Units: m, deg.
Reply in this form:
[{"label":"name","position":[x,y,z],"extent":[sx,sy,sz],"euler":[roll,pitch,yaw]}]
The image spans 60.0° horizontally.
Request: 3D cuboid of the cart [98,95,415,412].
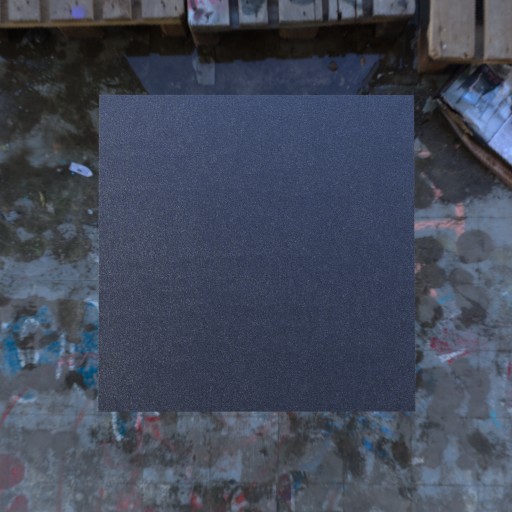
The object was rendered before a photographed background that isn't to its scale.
[{"label":"cart","position":[0.000,0.000,1.109],"extent":[0.520,0.762,0.521],"euler":[0,89,0]}]
